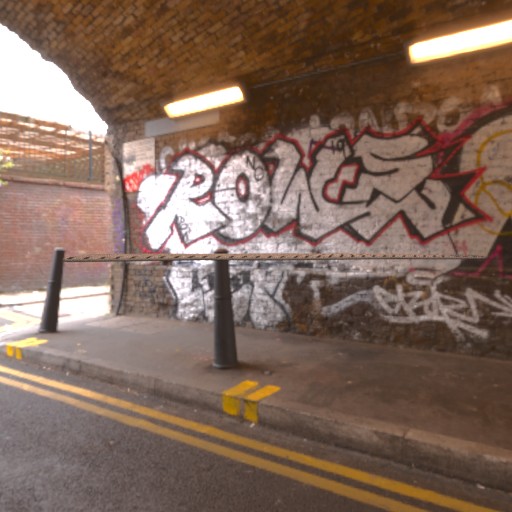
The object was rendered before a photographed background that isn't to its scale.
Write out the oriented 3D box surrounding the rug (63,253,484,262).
[{"bbox_3d":[0.000,0.000,3.285,2.449,0.028,1.829,0,1,-17],"label":"rug"}]
